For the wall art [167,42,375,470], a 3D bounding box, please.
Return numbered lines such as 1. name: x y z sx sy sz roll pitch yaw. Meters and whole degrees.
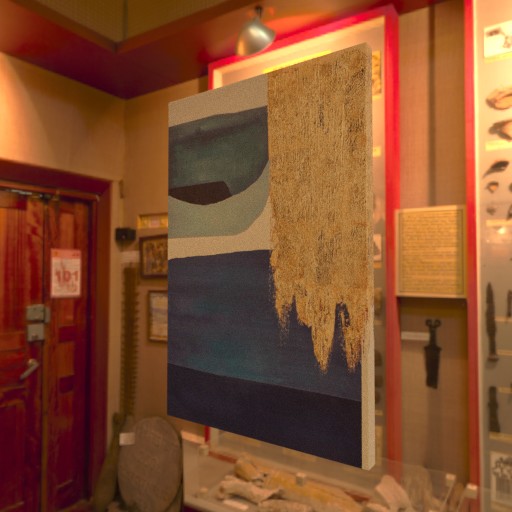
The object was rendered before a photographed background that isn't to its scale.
1. wall art: 0.000 0.000 1.133 0.607 0.911 0.039 -1 -2 35
